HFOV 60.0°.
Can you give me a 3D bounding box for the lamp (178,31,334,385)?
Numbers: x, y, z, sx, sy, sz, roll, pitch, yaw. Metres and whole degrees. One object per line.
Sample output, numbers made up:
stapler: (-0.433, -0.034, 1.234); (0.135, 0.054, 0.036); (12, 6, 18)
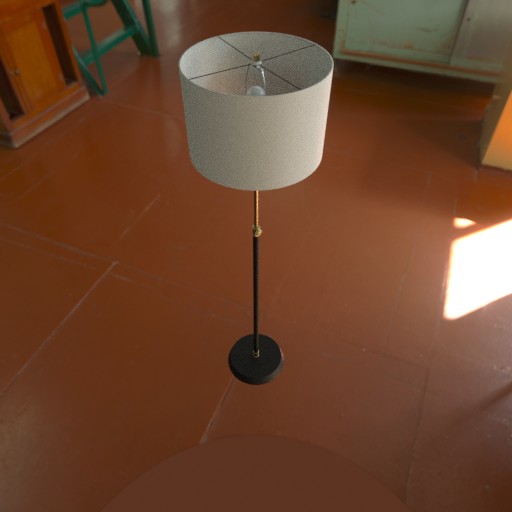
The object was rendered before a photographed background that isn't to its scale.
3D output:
lamp: (0.000, 0.000, 1.698); (0.404, 1.517, 0.404); (-25, 51, -22)
